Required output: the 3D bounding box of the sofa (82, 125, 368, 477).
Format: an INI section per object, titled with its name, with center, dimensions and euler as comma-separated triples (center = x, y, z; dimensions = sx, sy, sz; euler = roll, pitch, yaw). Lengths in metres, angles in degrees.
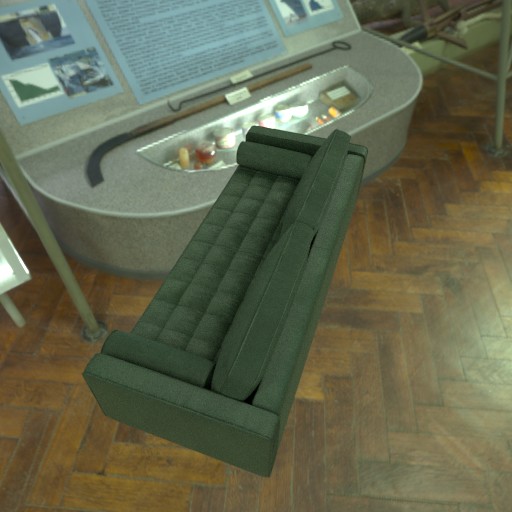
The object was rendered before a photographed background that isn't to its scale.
[sofa]
center = 0.000, 0.000, 2.686
dimensions = 0.918, 0.769, 2.199
euler = 15, 49, 13
